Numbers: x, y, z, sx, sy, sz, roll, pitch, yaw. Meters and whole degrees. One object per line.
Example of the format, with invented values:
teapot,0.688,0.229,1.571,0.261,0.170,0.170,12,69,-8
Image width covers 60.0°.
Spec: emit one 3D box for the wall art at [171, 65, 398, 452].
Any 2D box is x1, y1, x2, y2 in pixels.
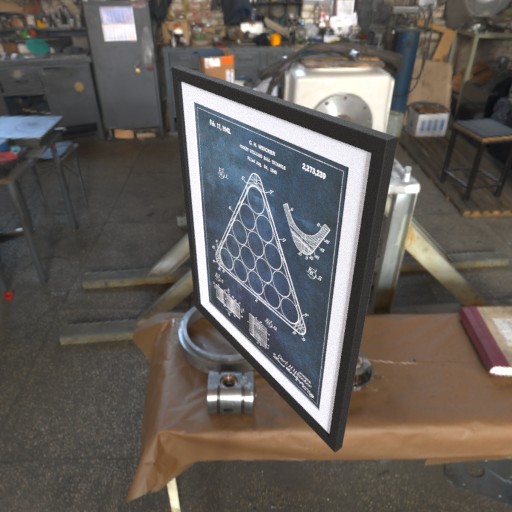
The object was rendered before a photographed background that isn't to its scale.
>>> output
wall art,0.000,0.000,1.218,0.028,0.863,0.755,-22,39,-30
